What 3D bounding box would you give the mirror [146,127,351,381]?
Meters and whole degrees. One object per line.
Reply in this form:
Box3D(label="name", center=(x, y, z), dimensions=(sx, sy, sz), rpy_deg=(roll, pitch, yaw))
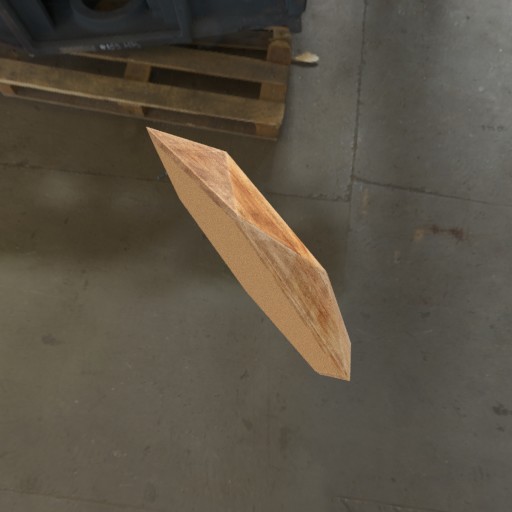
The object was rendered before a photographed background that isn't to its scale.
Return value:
Box3D(label="mirror", center=(0.000, 0.000, 1.096), dimensions=(0.091, 0.779, 0.675), rpy_deg=(-37, 80, -8))
